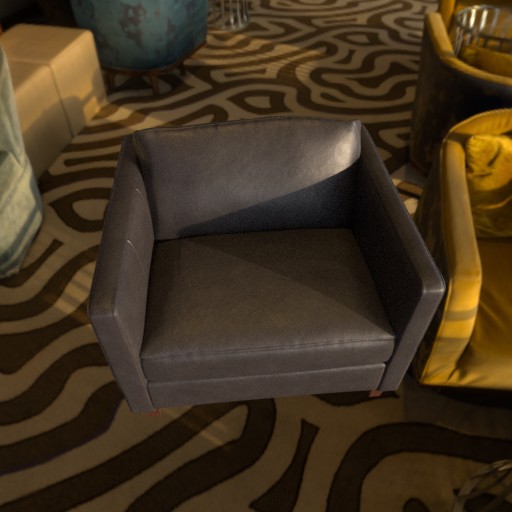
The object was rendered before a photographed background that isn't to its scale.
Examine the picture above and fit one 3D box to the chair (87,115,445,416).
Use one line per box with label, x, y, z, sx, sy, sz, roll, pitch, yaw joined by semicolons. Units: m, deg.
chair;0.000;0.000;1.587;0.939;0.811;0.862;-4;46;-4
